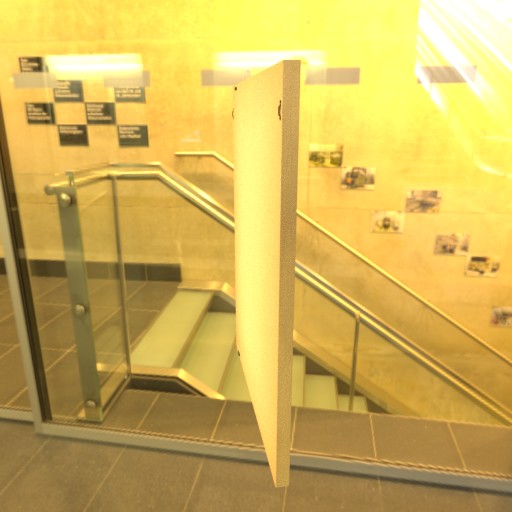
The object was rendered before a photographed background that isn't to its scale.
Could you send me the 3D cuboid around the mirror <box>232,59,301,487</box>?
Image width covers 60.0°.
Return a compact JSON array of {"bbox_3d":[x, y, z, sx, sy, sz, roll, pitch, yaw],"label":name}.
[{"bbox_3d":[0.000,0.000,1.352,0.040,1.016,0.762,-3,18,-10],"label":"mirror"}]
